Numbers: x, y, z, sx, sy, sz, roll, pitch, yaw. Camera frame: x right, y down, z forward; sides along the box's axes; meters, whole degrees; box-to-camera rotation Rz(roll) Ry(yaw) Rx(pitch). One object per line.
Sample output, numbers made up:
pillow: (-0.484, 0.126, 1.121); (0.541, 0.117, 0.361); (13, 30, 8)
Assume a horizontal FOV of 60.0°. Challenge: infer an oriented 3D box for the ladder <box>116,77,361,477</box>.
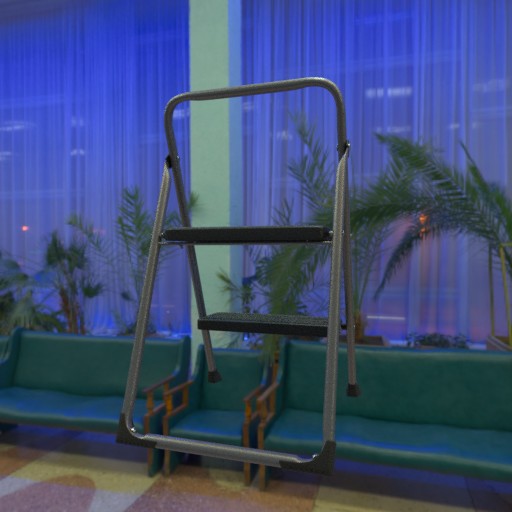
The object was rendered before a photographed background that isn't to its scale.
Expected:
ladder: (0.000, 0.000, 1.000); (0.430, 0.720, 0.472); (0, 1, 18)
